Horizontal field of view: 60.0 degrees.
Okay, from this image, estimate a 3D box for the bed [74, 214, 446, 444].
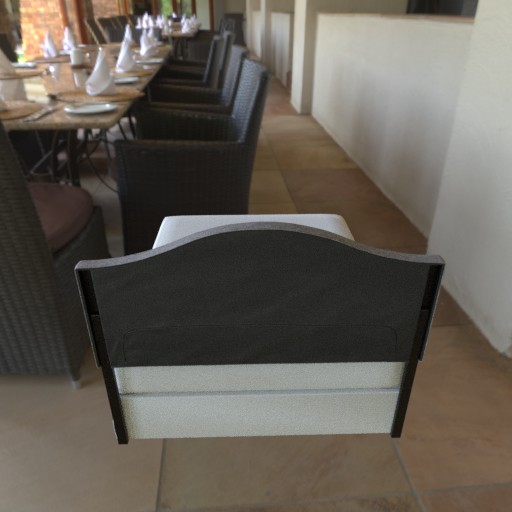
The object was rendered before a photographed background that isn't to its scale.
[{"bbox_3d":[0.000,0.000,2.905,1.610,1.295,1.870,-1,29,-1],"label":"bed"}]
